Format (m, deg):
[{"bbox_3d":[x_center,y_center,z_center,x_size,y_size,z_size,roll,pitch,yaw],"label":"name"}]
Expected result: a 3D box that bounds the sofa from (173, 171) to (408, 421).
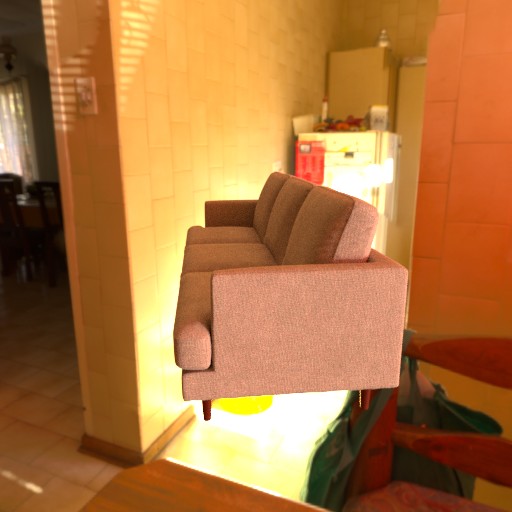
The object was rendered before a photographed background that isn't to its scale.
[{"bbox_3d":[0.000,0.000,2.737,0.903,0.930,2.246,-2,14,-7],"label":"sofa"}]
